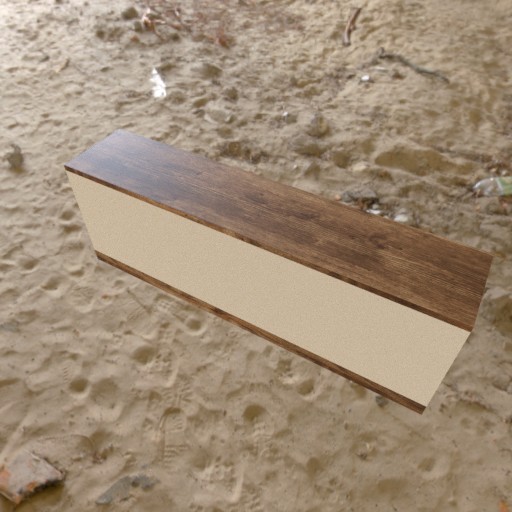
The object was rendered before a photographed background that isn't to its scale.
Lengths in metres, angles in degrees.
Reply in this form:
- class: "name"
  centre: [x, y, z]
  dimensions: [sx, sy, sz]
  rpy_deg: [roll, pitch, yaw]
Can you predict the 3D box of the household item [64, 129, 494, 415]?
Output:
- class: "household item"
  centre: [0.000, 0.000, 2.043]
  dimensions: [1.800, 0.615, 0.390]
  rpy_deg: [22, 49, 20]
